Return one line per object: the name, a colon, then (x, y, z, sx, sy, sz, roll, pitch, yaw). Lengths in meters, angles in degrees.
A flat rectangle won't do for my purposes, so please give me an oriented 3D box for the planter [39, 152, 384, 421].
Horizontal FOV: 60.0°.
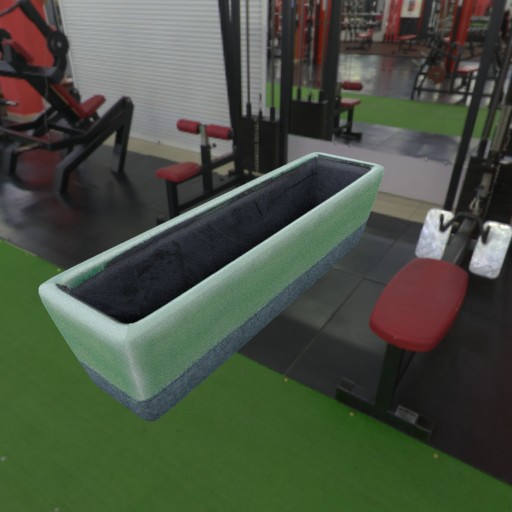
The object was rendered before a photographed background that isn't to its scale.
planter: (0.000, 0.000, 0.311, 0.072, 0.072, 0.275, 21, 36, 31)
